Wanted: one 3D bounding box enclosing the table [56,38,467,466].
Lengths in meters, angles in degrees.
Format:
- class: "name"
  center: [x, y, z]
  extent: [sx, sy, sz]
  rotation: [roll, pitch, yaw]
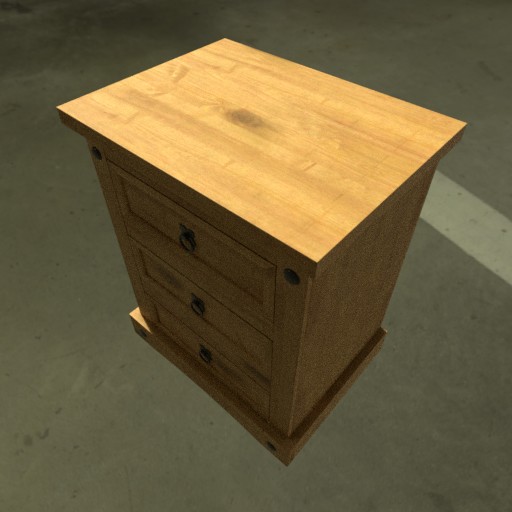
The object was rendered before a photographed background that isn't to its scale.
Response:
- class: "table"
  center: [0.000, 0.000, 1.179]
  extent: [0.660, 0.813, 0.500]
  rotation: [32, 54, 27]
